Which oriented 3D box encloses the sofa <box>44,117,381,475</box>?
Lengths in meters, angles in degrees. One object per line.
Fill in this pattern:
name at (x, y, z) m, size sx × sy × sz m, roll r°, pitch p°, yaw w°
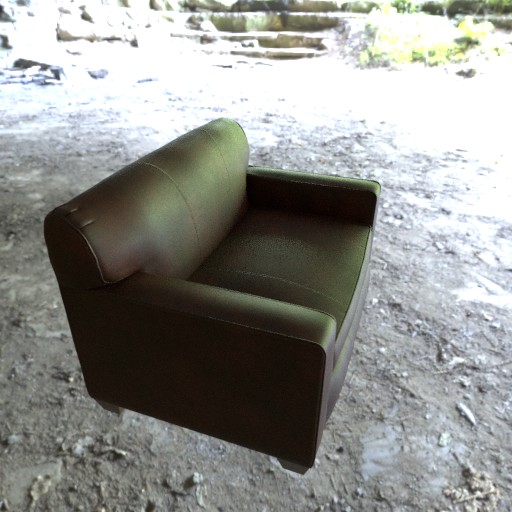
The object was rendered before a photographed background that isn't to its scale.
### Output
sofa at (0.000, 0.000, 2.026) m, size 1.000 × 0.956 × 1.413 m, roll 11°, pitch 32°, yaw 17°
